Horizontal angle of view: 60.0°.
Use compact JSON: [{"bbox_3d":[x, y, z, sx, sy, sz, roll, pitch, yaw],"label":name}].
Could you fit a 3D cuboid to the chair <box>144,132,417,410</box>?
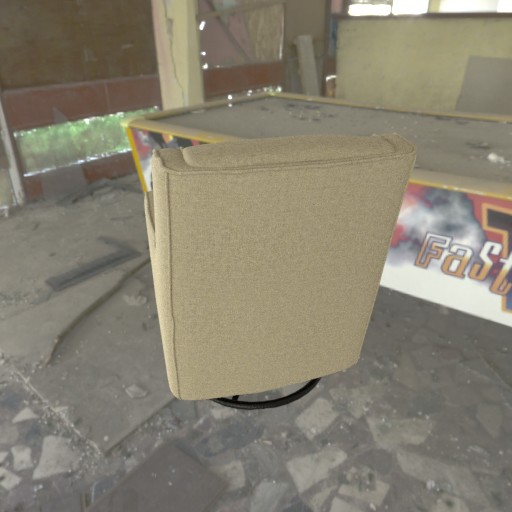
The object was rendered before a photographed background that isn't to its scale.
[{"bbox_3d":[0.000,0.000,1.613,0.732,0.993,0.879,-7,29,-14],"label":"chair"}]
